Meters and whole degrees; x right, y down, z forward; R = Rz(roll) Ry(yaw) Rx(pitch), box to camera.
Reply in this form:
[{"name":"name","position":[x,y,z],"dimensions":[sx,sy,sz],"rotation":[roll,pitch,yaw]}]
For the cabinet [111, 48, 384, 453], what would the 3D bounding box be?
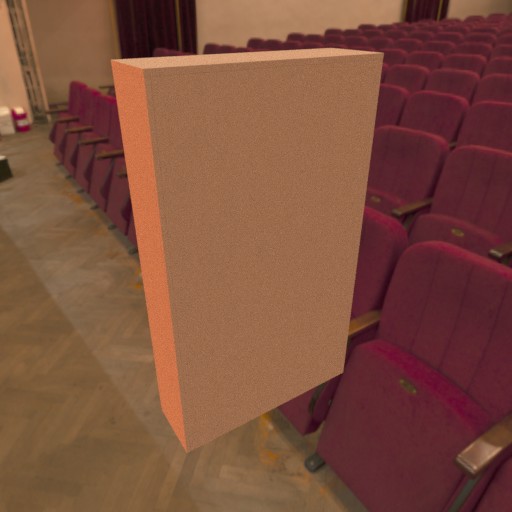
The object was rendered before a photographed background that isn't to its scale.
[{"name":"cabinet","position":[0.000,0.000,1.550],"dimensions":[0.750,1.280,0.250],"rotation":[-17,33,-28]}]
